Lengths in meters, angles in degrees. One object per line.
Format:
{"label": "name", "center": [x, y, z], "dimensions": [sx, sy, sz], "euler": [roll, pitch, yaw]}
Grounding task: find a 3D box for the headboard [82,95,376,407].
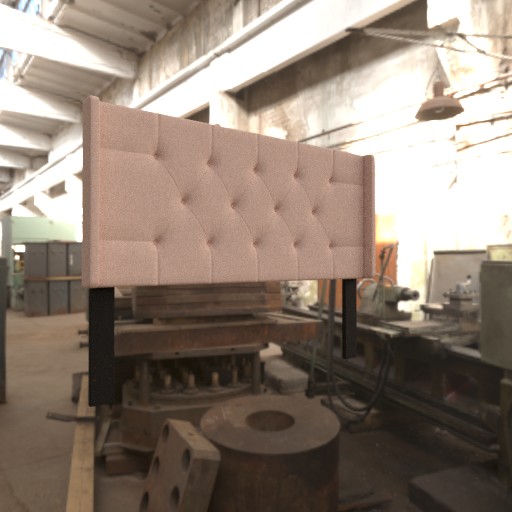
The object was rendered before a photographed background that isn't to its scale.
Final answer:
{"label": "headboard", "center": [0.000, 0.000, 2.751], "dimensions": [2.051, 1.524, 0.184], "euler": [0, -1, -36]}
